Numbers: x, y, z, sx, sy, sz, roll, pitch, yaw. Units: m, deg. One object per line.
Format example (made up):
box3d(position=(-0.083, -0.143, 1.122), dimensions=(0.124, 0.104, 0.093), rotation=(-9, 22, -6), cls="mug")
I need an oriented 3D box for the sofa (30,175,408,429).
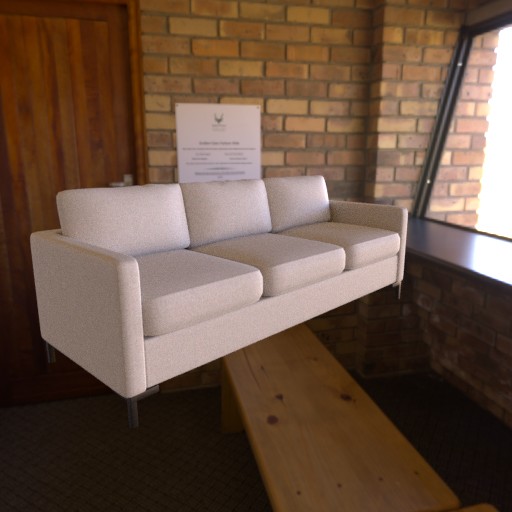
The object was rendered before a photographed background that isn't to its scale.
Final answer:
box3d(position=(0.000, 0.000, 2.627), dimensions=(0.859, 0.874, 2.218), rotation=(12, 18, 43), cls="sofa")
